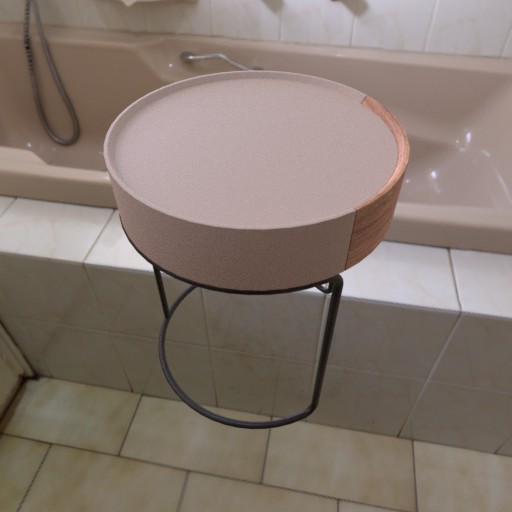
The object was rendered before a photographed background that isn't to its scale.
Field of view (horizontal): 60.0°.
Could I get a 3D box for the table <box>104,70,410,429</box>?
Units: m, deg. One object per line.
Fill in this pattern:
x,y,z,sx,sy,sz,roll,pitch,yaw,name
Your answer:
0.000,0.000,0.853,0.450,0.530,0.450,0,45,0,table
